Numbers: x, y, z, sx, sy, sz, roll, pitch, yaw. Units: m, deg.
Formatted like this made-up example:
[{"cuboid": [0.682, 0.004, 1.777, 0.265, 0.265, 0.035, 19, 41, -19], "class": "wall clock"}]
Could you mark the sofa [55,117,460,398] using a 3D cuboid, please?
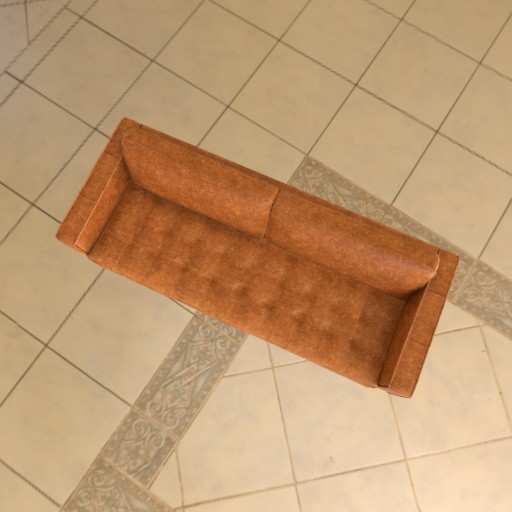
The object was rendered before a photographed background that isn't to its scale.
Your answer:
[{"cuboid": [0.000, 0.000, 2.708, 2.199, 0.779, 0.886, 24, 78, 5], "class": "sofa"}]
